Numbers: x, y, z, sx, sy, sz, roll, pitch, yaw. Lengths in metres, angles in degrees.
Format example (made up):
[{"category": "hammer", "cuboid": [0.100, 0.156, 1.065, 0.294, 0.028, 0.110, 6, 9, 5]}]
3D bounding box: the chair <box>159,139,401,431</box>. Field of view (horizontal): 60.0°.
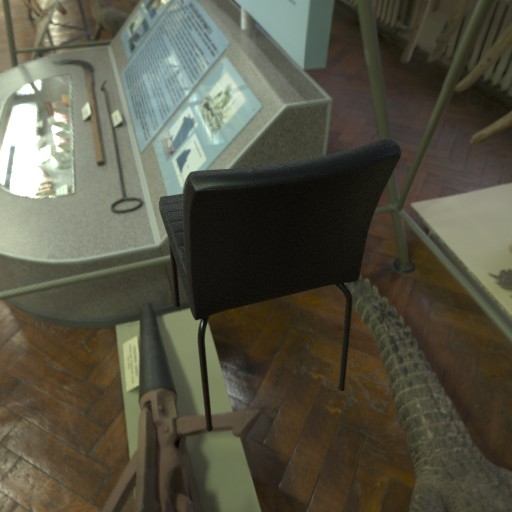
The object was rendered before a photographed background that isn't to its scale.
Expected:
[{"category": "chair", "cuboid": [0.000, 0.000, 1.181, 0.450, 0.872, 0.572, -12, 45, -13]}]
